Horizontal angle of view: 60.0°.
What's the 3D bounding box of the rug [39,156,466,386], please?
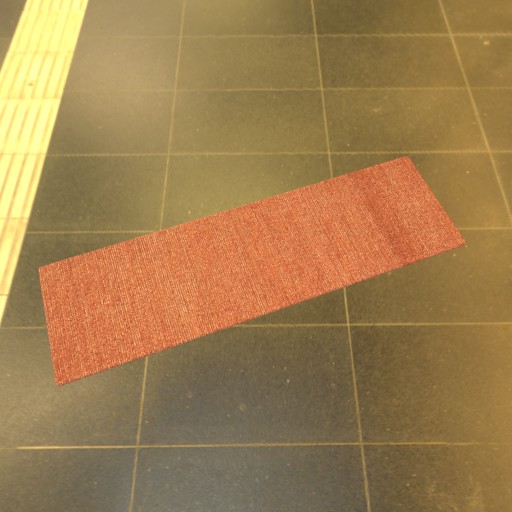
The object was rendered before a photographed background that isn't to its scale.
[{"bbox_3d":[0.000,0.000,2.480,2.307,0.012,0.687,-18,64,-9],"label":"rug"}]
